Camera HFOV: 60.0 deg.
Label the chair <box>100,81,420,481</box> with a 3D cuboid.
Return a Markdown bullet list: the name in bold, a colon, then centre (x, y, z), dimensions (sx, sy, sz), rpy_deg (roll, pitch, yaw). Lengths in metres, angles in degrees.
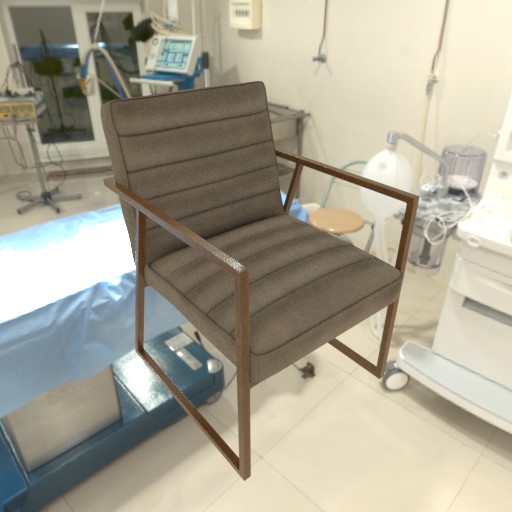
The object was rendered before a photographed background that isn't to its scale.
- **chair**: centre (0.000, 0.000, 1.282), dimensions (0.578, 0.843, 0.682), rpy_deg (-22, 37, -33)
